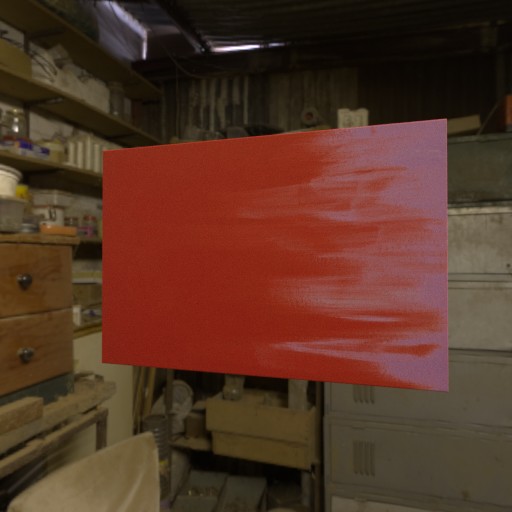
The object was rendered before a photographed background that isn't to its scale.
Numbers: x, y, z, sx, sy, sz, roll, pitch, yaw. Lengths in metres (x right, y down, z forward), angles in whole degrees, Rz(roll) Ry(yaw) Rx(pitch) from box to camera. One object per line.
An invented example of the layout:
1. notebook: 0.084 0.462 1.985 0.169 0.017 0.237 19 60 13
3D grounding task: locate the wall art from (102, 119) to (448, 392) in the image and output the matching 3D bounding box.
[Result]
1. wall art: 0.000 0.000 0.765 0.607 0.405 0.033 0 -1 18
